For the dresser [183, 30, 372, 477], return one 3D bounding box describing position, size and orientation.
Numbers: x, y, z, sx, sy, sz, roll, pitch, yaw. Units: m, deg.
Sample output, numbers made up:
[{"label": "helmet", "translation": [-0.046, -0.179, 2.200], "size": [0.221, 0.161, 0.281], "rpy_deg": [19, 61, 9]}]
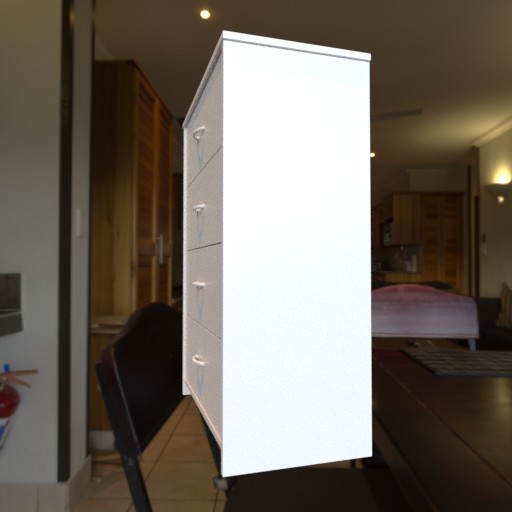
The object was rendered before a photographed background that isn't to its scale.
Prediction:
[{"label": "dresser", "translation": [0.000, 0.000, 1.399], "size": [0.401, 1.021, 0.704], "rpy_deg": [0, -1, -17]}]
